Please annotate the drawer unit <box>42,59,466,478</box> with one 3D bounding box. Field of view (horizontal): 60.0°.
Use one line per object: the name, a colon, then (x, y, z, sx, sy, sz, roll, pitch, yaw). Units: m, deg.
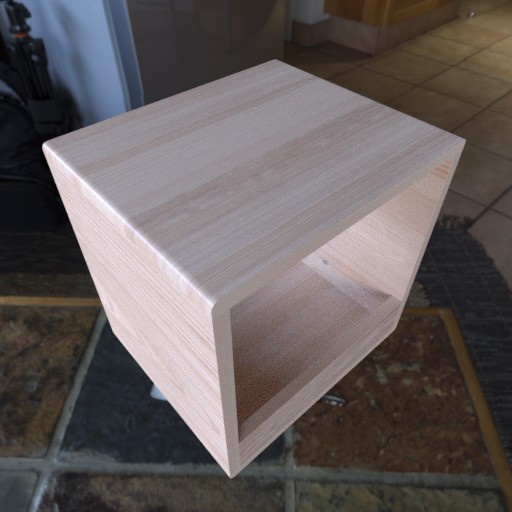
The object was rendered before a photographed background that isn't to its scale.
drawer unit: (0.000, 0.000, 0.588, 0.344, 0.344, 0.290, -32, 53, -28)
